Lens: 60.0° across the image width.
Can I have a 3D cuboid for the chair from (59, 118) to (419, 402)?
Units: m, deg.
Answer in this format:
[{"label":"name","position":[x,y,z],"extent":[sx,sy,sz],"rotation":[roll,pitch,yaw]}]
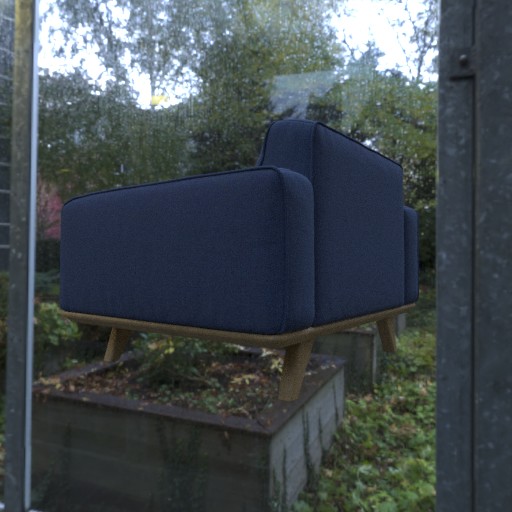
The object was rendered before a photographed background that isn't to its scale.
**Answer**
[{"label":"chair","position":[0.000,0.000,1.731],"extent":[0.953,0.783,1.118],"rotation":[-1,-1,37]}]
